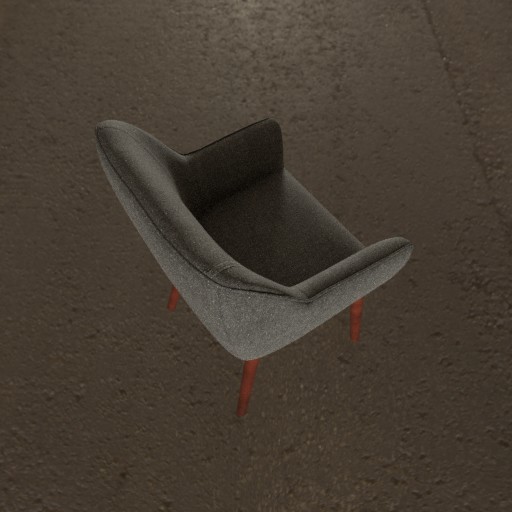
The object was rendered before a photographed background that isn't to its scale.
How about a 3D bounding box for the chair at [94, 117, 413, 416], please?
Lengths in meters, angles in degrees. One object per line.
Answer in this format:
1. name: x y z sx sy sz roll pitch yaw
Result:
1. chair: 0.000 0.000 1.155 0.519 0.803 0.543 -30 61 -19
